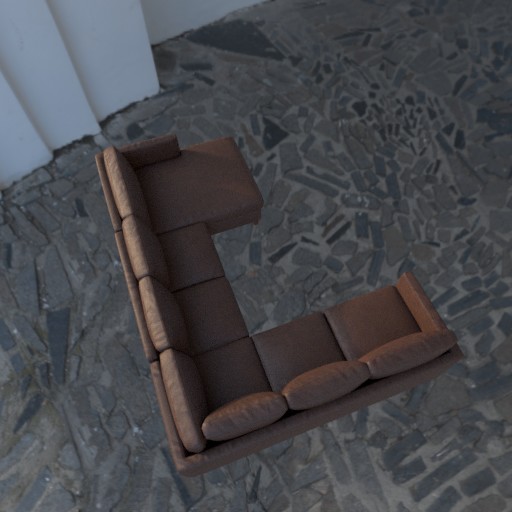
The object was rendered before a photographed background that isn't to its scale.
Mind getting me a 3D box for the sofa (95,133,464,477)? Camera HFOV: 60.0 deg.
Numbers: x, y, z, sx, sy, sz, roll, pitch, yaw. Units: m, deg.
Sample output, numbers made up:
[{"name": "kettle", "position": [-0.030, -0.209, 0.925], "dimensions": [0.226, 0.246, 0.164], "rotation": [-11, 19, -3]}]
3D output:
[{"name": "sofa", "position": [0.000, 0.000, 4.595], "dimensions": [2.593, 0.923, 3.460], "rotation": [-18, 62, -10]}]
